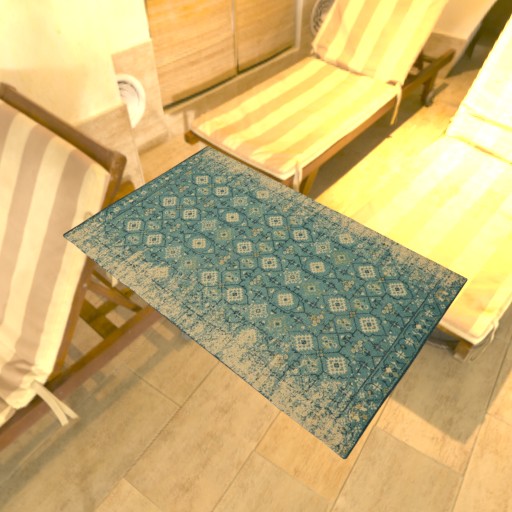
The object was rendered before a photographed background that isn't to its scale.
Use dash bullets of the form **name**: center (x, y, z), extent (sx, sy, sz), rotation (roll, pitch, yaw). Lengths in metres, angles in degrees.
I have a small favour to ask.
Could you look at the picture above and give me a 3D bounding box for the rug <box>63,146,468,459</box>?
- **rug**: center (0.000, 0.000, 3.108), extent (2.449, 0.015, 1.530), rotation (32, 55, 26)
